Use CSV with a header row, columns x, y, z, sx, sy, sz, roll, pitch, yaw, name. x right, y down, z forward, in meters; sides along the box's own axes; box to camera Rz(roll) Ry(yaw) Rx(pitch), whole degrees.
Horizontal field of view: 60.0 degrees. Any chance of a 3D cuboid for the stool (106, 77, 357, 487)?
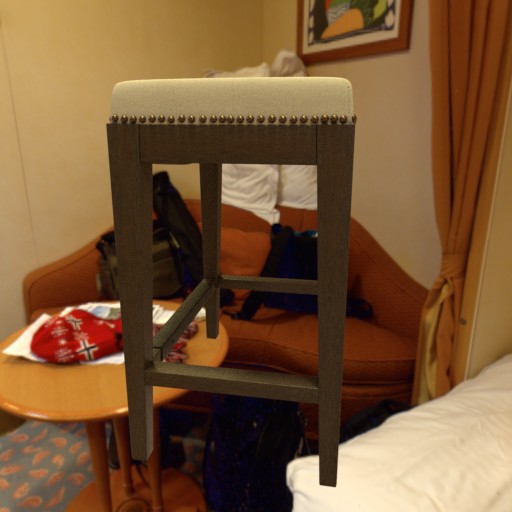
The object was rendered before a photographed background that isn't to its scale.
x,y,z,sx,sy,sz,roll,pitch,yaw,name
0.000,0.000,0.905,0.361,0.642,0.500,3,17,10,stool
